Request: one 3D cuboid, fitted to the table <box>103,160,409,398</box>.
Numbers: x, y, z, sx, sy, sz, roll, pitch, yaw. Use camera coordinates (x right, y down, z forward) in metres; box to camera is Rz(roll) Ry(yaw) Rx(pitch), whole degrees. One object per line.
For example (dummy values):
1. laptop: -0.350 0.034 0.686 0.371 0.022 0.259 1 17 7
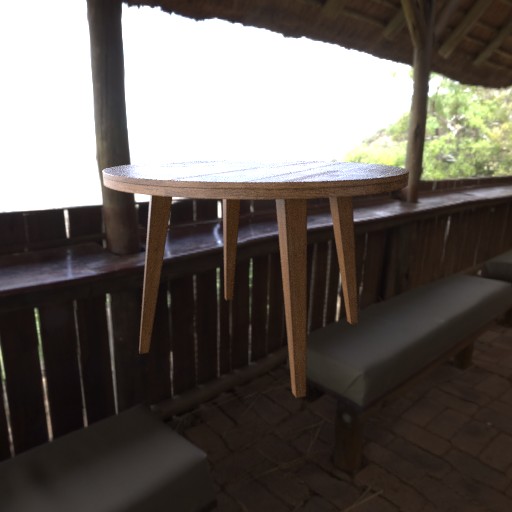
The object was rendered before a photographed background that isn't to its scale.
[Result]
1. table: 0.000 0.000 1.948 1.213 0.764 1.213 0 15 0
